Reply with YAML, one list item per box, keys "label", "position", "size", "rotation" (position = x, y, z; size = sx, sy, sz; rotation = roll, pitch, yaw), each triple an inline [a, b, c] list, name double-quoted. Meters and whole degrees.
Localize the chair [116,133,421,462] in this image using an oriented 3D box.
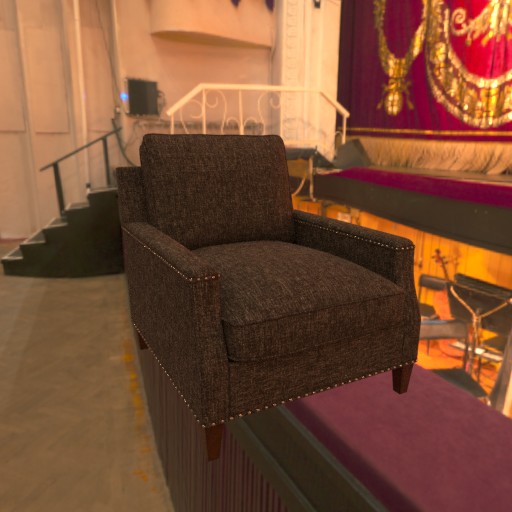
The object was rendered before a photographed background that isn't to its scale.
- label: "chair"
  position: [0.000, 0.000, 1.756]
  size: [0.853, 0.943, 1.014]
  rotation: [-8, 16, -27]
